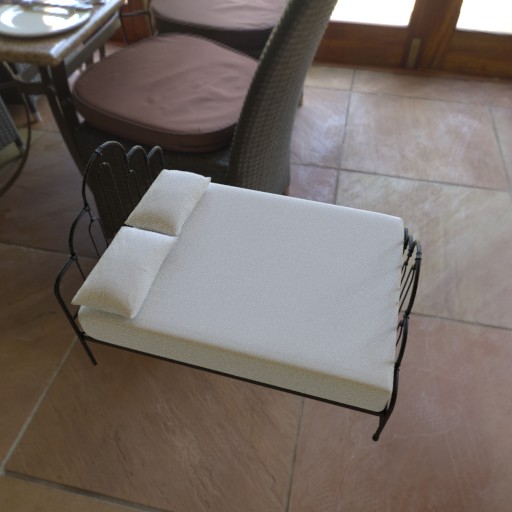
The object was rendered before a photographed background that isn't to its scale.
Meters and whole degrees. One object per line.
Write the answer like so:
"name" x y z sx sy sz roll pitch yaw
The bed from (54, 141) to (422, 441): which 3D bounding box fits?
"bed" 0.000 0.000 3.227 2.181 1.444 1.626 12 49 10
